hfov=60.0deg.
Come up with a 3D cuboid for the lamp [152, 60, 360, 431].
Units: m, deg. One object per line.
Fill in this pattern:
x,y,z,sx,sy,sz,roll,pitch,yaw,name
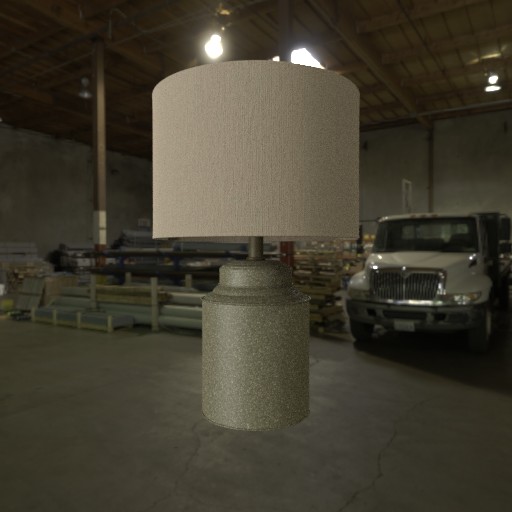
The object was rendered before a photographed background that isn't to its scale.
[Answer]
0.000,0.000,0.700,0.318,0.486,0.318,0,1,0,lamp
